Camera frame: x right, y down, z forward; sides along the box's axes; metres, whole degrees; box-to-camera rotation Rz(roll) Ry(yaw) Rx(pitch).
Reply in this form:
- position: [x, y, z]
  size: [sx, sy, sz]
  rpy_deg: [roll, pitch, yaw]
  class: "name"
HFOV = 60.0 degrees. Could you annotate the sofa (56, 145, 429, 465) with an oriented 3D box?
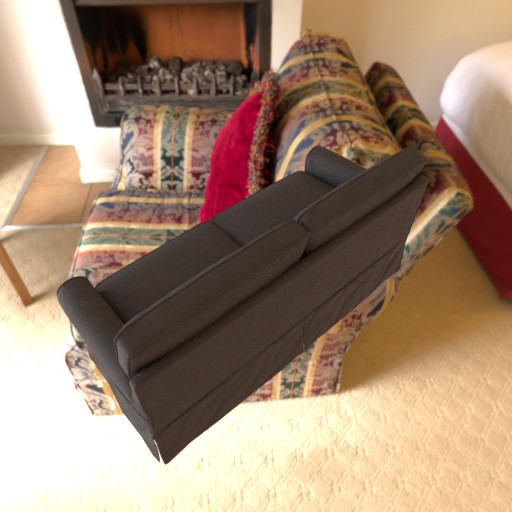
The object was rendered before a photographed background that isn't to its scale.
- position: [0.000, 0.000, 2.831]
  size: [2.256, 1.094, 0.983]
  rpy_deg: [-33, 54, -28]
  class: "sofa"
